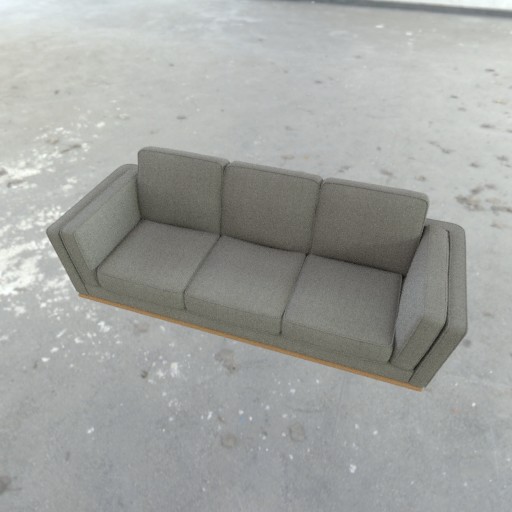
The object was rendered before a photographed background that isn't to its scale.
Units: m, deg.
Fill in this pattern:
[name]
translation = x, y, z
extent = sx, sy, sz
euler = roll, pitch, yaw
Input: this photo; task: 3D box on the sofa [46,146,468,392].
[sofa]
translation = 0.000, 0.000, 2.776
extent = 2.362, 0.899, 0.903
euler = 13, 42, 14
